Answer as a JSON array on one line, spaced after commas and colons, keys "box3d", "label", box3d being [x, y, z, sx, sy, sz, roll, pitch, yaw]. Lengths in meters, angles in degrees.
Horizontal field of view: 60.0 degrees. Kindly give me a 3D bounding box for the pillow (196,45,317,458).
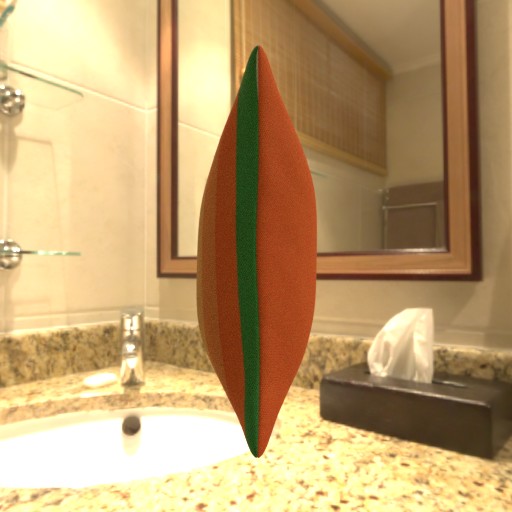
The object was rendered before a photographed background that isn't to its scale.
[{"box3d": [0.000, 0.000, 0.697, 0.169, 0.444, 0.453, 0, -2, -1], "label": "pillow"}]
